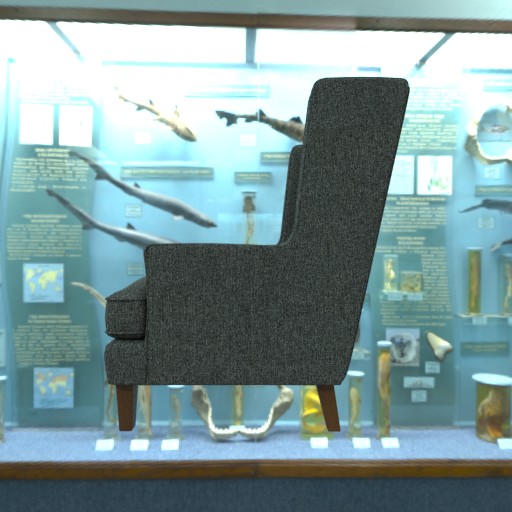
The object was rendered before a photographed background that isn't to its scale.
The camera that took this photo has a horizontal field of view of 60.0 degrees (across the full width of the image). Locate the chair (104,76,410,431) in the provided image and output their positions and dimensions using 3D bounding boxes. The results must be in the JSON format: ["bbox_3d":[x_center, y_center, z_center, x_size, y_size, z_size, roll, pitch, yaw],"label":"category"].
[{"bbox_3d":[0.000,0.000,1.784,0.927,1.082,0.942,0,1,0],"label":"chair"}]
